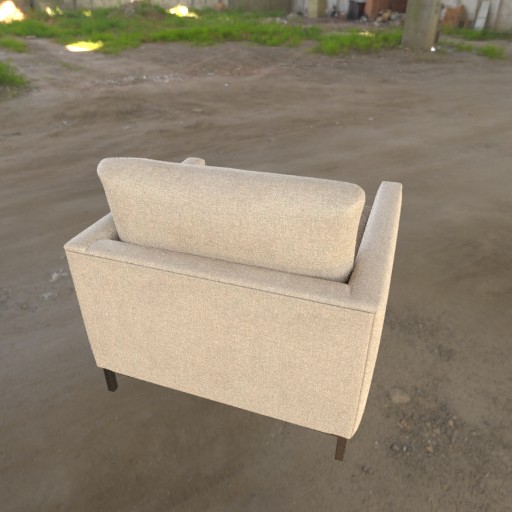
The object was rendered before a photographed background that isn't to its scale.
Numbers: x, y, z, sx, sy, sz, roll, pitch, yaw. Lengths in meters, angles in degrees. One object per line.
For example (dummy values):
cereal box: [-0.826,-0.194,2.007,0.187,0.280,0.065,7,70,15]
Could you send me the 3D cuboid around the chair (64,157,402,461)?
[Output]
chair: [0.000,0.000,1.637,0.963,0.861,0.866,10,33,16]
